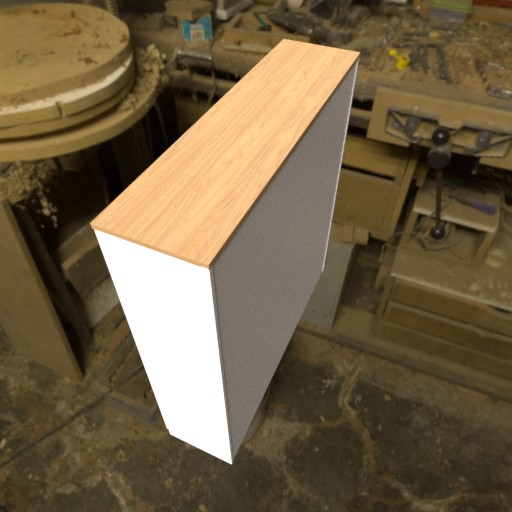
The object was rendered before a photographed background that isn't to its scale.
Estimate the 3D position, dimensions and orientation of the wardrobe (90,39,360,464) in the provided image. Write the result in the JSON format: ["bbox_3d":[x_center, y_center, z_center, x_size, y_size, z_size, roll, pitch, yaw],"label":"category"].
[{"bbox_3d":[0.000,0.000,3.286,0.590,2.260,2.160,19,50,17],"label":"wardrobe"}]
